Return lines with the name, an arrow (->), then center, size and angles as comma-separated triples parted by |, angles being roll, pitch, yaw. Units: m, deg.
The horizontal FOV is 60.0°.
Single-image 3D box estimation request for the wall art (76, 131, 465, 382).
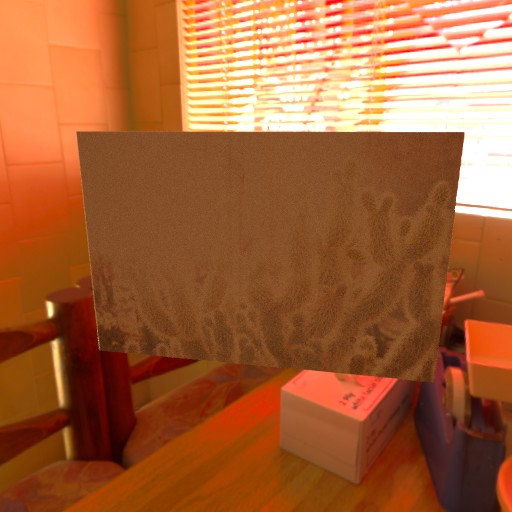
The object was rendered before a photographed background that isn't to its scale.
wall art -> 0.000, 0.000, 1.871 | 1.525, 1.012, 0.038 | 3, 16, 10
